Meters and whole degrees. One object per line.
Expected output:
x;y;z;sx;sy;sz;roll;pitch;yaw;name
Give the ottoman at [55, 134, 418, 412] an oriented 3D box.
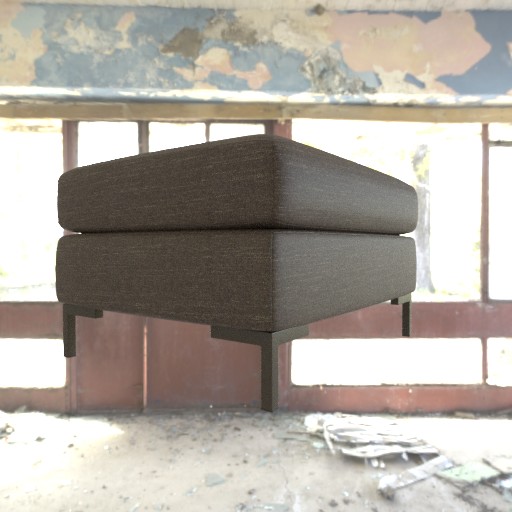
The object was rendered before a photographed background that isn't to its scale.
0.000;0.000;1.213;0.671;0.490;0.820;1;2;36;ottoman
